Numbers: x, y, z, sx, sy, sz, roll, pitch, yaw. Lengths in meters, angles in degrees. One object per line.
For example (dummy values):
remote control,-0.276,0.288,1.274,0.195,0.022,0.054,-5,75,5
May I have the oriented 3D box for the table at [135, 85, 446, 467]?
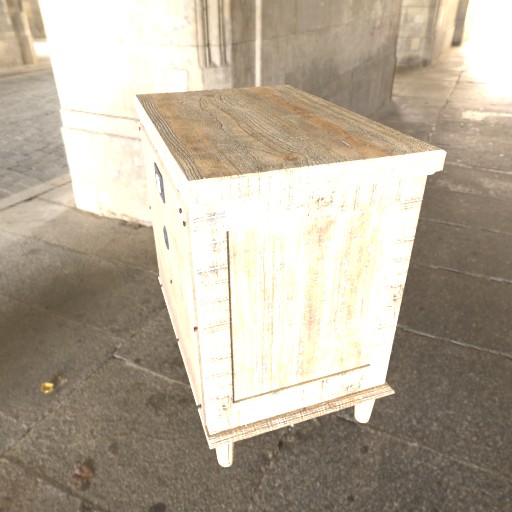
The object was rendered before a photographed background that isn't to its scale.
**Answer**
table,0.000,0.000,1.149,0.457,0.711,0.686,-10,32,-17
